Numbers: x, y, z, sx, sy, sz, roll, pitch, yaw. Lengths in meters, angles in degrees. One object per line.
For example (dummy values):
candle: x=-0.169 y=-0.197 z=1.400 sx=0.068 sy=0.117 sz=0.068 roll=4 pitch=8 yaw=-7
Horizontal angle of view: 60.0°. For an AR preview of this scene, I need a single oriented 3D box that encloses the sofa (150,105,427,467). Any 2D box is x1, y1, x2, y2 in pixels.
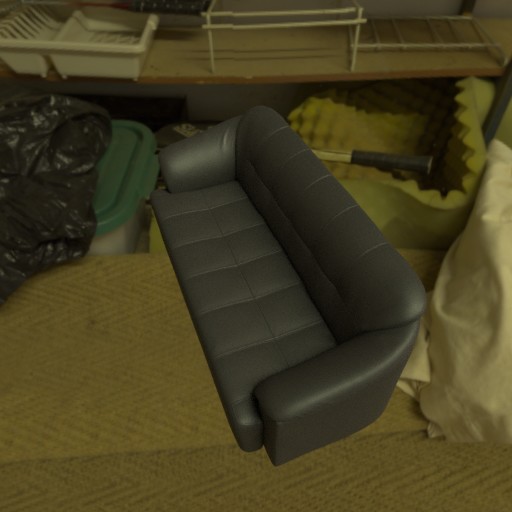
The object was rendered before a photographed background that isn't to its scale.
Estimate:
sofa: x=0.000 y=0.000 z=2.262 sx=0.800 sy=0.811 sz=1.829 roll=-16 pitch=48 yaw=-15
